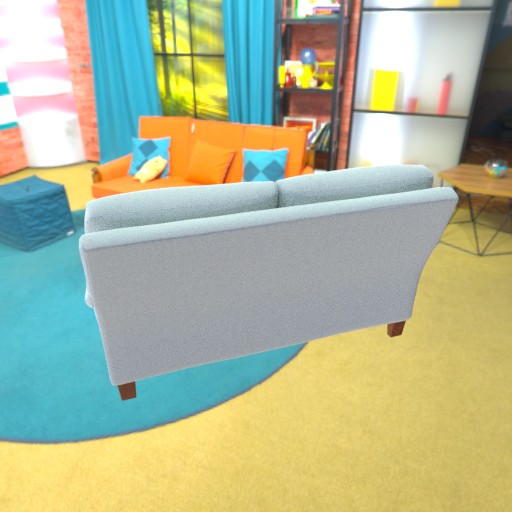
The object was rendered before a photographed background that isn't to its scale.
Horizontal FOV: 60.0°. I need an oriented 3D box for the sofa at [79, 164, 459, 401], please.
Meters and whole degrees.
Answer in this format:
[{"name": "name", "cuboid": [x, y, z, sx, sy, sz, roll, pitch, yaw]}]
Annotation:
[{"name": "sofa", "cuboid": [0.000, 0.000, 2.584, 1.853, 1.101, 1.084, -9, 29, -17]}]
